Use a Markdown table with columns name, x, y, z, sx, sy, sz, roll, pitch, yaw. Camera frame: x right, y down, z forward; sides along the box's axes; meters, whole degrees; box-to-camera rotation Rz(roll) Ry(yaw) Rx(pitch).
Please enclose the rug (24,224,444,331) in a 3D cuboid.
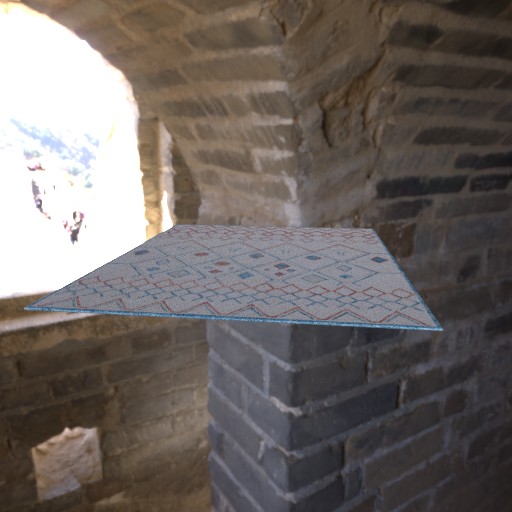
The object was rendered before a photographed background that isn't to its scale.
| name | x | y | z | sx | sy | sz | roll | pitch | yaw |
| --- | --- | --- | --- | --- | --- | --- | --- | --- | --- |
| rug | 0.000 | 0.000 | 3.995 | 2.441 | 0.016 | 3.050 | 2 | 14 | 7 |
